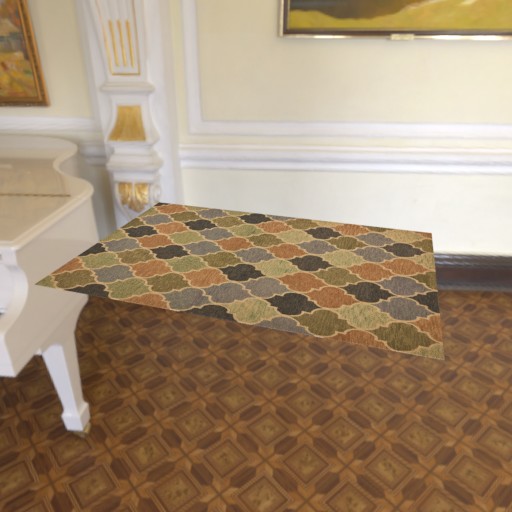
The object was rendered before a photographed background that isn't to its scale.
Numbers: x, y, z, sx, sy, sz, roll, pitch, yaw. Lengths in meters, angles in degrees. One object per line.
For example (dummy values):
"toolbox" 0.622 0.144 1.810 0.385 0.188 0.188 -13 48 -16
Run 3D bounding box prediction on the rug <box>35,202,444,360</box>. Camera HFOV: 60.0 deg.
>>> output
"rug" 0.000 0.000 2.983 2.284 0.006 1.521 8 27 16
